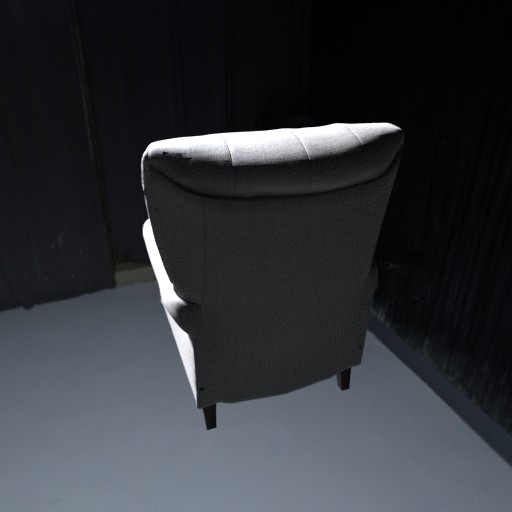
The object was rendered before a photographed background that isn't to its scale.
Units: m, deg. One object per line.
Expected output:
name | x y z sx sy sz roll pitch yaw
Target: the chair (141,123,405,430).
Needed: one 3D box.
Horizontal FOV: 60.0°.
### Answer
chair | 0.000 0.000 1.941 0.942 1.209 1.025 -10 29 -18
